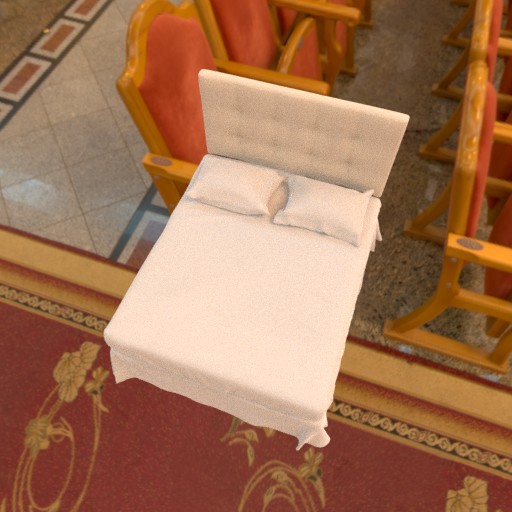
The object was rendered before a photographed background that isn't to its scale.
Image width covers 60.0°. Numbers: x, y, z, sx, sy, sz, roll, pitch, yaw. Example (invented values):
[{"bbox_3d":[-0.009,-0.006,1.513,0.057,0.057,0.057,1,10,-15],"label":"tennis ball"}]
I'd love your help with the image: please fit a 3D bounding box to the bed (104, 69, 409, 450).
[{"bbox_3d":[0.000,0.000,3.451,1.936,1.577,2.222,17,59,10],"label":"bed"}]
